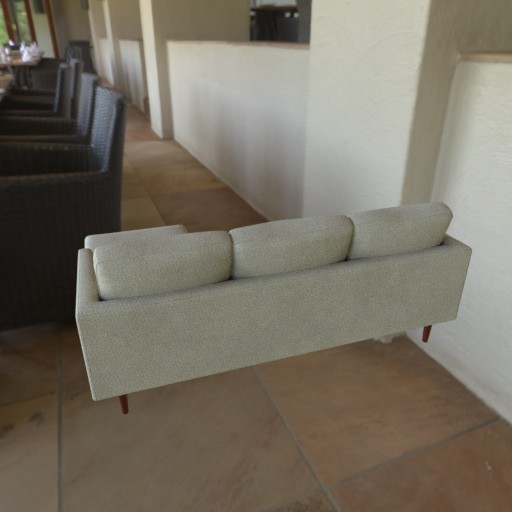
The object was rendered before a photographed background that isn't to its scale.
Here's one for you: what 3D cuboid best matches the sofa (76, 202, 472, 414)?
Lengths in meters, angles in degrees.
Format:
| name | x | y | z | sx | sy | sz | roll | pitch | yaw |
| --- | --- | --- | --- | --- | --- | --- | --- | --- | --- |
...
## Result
| name | x | y | z | sx | sy | sz | roll | pitch | yaw |
| --- | --- | --- | --- | --- | --- | --- | --- | --- | --- |
| sofa | 0.000 | 0.000 | 3.032 | 2.233 | 0.956 | 1.504 | -9 | 28 | -17 |
